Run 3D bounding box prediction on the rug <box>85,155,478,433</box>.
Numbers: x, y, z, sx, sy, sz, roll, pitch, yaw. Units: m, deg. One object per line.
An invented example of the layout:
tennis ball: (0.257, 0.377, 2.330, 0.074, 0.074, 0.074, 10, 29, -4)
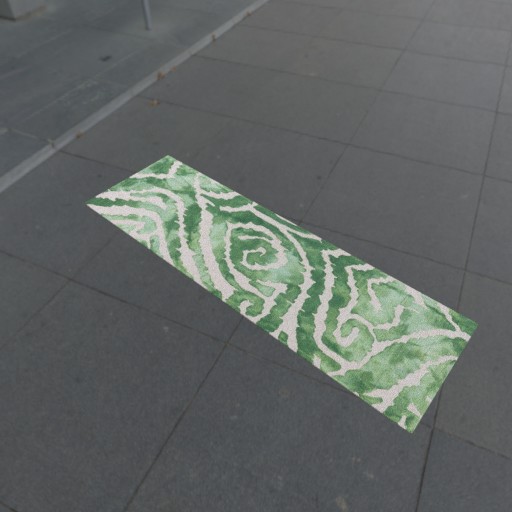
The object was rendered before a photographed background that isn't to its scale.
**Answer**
rug: (0.000, 0.000, 2.689, 2.438, 0.006, 0.761, 32, 54, 27)
